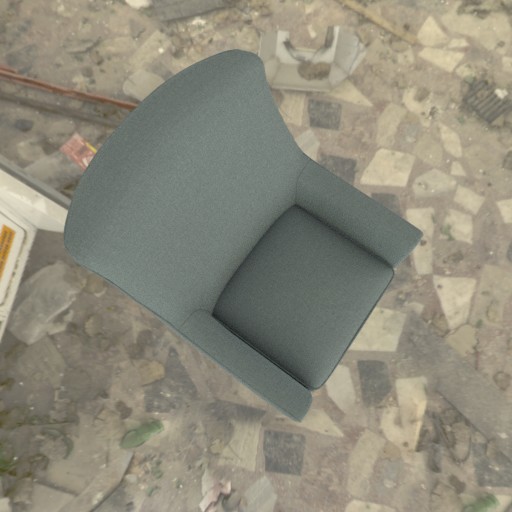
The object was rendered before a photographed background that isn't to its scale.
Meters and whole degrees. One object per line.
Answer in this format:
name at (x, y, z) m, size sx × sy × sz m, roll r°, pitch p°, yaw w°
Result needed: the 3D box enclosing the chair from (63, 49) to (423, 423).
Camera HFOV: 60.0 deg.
chair at (0.000, 0.000, 1.544) m, size 0.879 × 0.916 × 0.756 m, roll 35°, pitch 76°, yaw 10°
